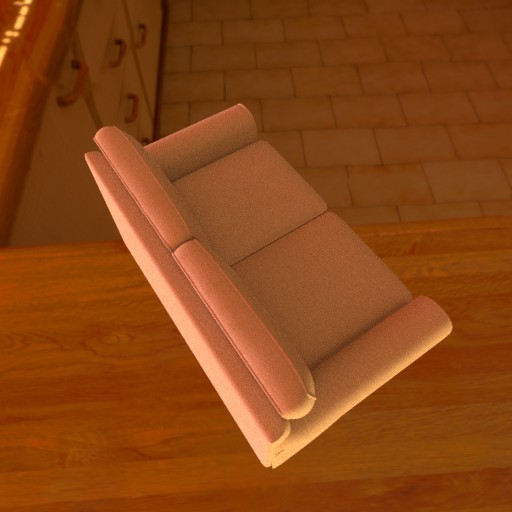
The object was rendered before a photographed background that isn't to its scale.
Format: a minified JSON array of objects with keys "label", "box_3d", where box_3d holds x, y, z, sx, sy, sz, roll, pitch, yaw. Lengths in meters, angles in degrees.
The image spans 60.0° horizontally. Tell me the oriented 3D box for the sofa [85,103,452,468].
[{"label":"sofa","box_3d":[0.000,0.000,2.284,0.991,0.940,1.727,-30,63,-17]}]
